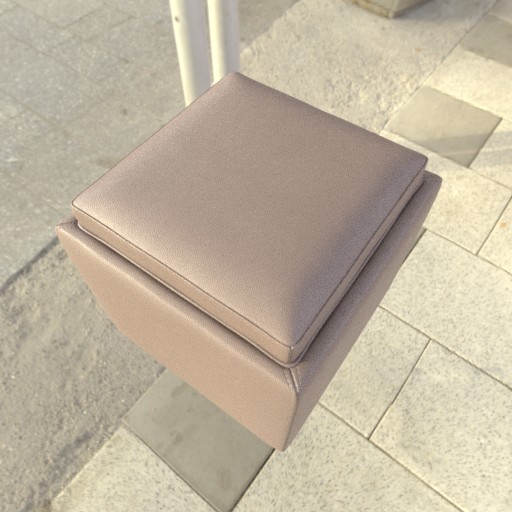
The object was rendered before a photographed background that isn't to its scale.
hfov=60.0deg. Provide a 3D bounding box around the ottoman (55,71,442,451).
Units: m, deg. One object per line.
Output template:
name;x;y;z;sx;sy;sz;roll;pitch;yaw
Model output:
ottoman;0.000;0.000;0.814;0.450;0.460;0.451;31;62;19
